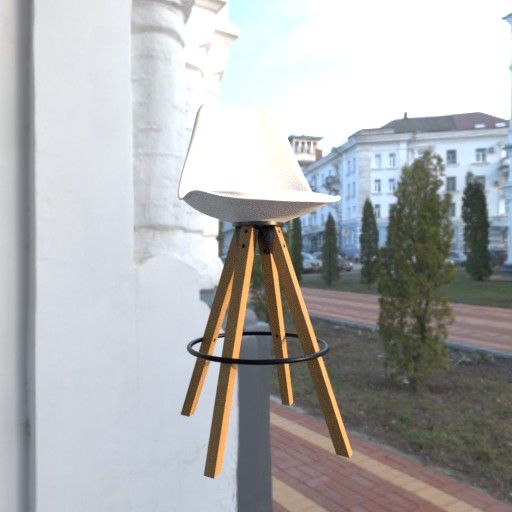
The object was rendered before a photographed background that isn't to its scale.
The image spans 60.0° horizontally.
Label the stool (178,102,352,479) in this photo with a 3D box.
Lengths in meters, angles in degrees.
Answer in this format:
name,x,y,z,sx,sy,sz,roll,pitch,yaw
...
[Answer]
name,x,y,z,sx,sy,sz,roll,pitch,yaw
stool,0.000,0.000,1.410,0.482,1.115,0.549,0,0,-17
